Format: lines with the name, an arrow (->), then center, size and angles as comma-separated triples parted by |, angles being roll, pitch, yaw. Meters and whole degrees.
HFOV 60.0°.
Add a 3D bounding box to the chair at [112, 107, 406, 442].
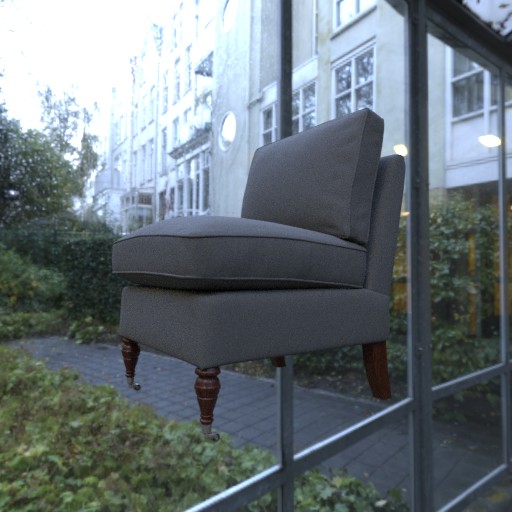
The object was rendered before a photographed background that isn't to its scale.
chair -> 0.000, 0.000, 1.689 | 0.924, 1.045, 0.724 | 1, -1, -35
